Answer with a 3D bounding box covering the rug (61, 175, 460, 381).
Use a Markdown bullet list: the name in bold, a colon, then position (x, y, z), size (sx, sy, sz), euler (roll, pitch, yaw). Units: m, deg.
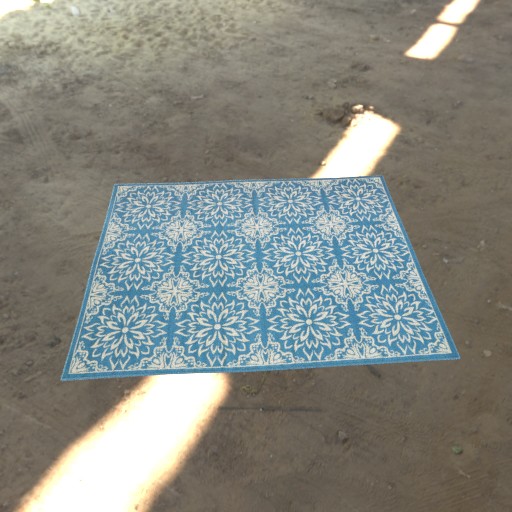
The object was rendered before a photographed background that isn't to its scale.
- **rug**: position (0.000, 0.000, 4.076), size (2.964, 0.018, 2.350), euler (-2, 46, -2)
